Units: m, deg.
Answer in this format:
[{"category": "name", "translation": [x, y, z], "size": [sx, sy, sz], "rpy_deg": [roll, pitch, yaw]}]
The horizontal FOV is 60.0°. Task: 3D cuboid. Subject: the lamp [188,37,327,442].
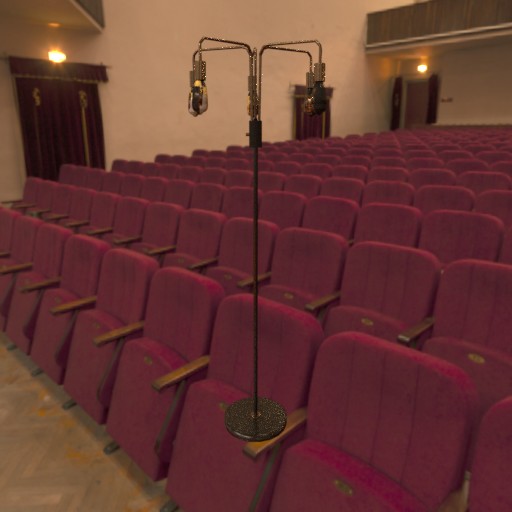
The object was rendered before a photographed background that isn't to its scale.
[{"category": "lamp", "translation": [0.000, 0.000, 1.968], "size": [0.599, 1.721, 0.572], "rpy_deg": [-15, 22, -42]}]
